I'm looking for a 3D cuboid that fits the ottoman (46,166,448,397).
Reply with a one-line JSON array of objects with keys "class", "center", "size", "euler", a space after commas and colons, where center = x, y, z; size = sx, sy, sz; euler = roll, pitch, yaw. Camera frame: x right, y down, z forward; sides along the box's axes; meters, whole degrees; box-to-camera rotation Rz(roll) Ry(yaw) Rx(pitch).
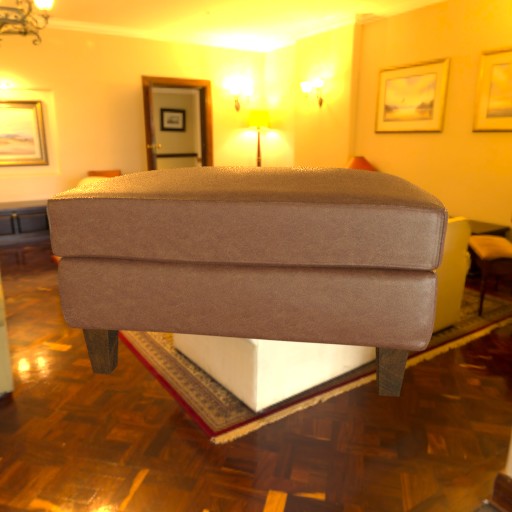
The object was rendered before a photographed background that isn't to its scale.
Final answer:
[{"class": "ottoman", "center": [0.000, 0.000, 1.236], "size": [0.851, 0.485, 0.650], "euler": [2, 15, 8]}]
